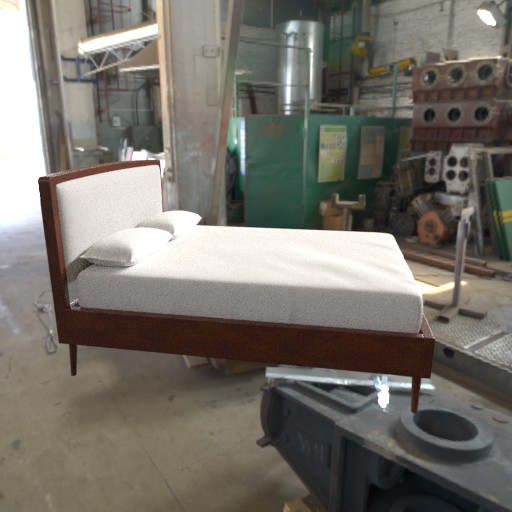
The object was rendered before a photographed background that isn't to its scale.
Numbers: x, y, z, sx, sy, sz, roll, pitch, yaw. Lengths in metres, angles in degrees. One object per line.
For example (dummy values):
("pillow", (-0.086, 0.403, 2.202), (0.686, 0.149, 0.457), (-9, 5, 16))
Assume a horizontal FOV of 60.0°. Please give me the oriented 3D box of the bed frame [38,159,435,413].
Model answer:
("bed frame", (0.000, 0.000, 3.173), (2.171, 1.279, 1.587), (3, 16, 10))
